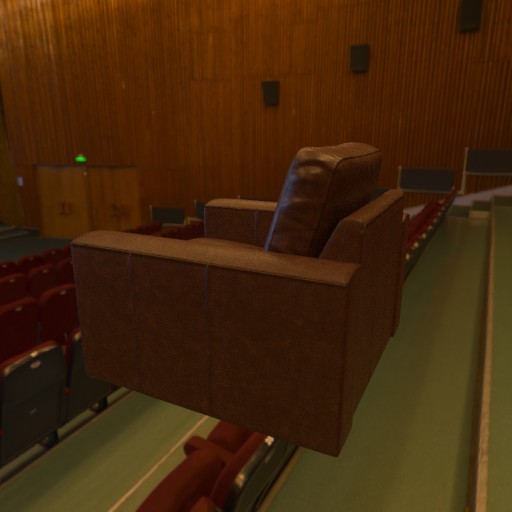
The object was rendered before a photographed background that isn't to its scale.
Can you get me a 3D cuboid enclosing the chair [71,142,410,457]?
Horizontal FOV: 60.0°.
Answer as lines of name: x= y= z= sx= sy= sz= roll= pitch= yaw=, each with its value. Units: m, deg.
chair: x=0.000 y=0.000 z=1.771 sx=1.016 sy=0.873 sz=1.005 roll=8 pitch=18 yaw=26
